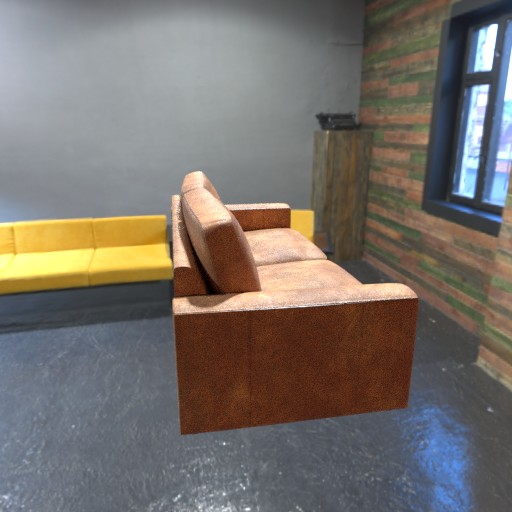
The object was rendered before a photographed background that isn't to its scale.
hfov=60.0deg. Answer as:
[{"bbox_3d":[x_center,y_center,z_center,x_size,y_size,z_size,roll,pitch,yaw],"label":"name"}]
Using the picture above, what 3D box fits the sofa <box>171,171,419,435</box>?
[{"bbox_3d":[0.000,0.000,2.742,1.016,0.873,2.179,-3,17,-10],"label":"sofa"}]
